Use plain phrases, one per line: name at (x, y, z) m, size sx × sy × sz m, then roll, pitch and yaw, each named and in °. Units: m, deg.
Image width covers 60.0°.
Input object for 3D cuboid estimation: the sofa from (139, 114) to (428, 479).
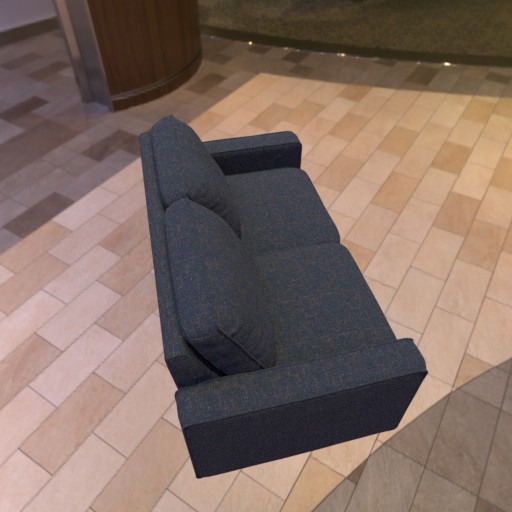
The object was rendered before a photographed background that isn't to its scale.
sofa at (0.000, 0.000, 2.213) m, size 0.947 × 0.918 × 1.709 m, roll -10°, pitch 47°, yaw -9°
